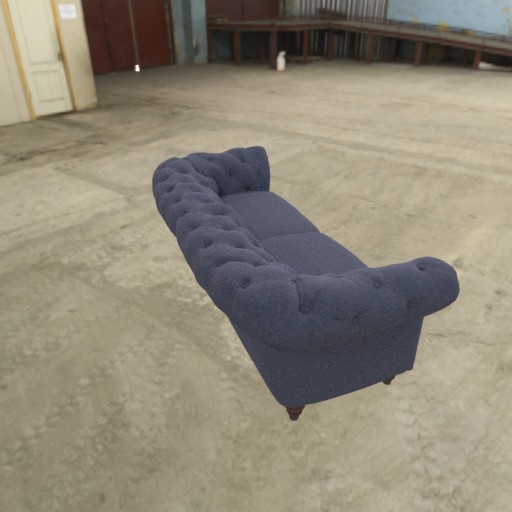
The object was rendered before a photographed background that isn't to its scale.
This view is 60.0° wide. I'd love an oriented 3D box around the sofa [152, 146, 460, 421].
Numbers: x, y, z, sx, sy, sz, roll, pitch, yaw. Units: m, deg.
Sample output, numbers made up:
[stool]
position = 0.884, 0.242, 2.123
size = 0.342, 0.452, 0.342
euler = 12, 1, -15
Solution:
[sofa]
position = 0.000, 0.000, 2.863
size = 1.046, 0.836, 2.335
euler = -11, 31, -19
